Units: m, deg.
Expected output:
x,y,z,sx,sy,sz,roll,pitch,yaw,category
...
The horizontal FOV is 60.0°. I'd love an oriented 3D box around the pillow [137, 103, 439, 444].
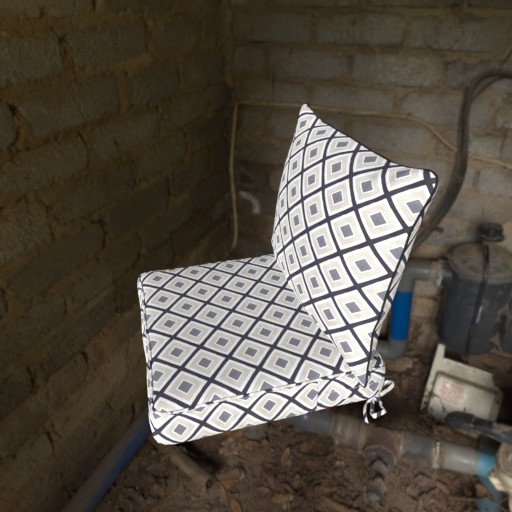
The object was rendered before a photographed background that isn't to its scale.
x,y,z,sx,sy,sz,roll,pitch,yaw,category
0.000,0.000,1.332,0.733,0.722,0.798,-8,32,-13,pillow
